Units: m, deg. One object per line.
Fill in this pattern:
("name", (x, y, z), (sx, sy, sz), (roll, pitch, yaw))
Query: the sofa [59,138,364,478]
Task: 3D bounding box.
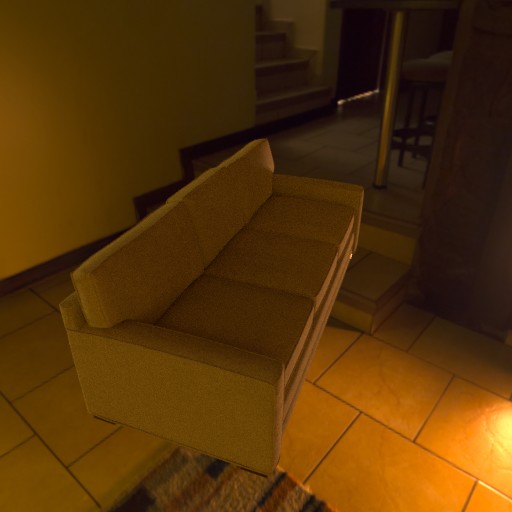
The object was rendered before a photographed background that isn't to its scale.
("sofa", (0.000, 0.000, 2.605), (0.936, 0.862, 2.093), (11, 32, 18))
